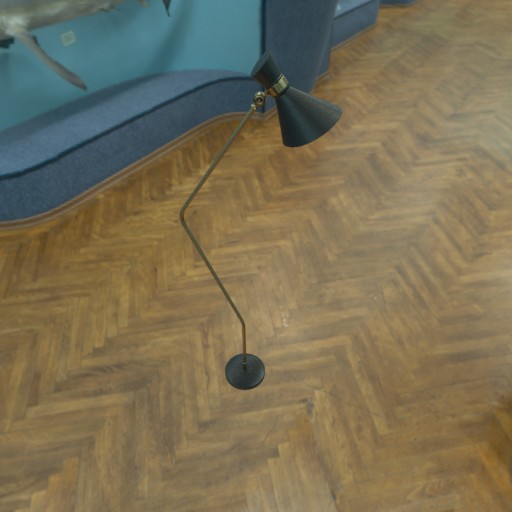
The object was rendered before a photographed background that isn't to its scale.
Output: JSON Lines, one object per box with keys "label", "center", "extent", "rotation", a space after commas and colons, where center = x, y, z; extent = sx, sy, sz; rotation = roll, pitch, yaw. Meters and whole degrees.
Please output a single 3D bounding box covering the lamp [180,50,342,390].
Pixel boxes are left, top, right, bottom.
{"label": "lamp", "center": [0.000, 0.000, 1.612], "extent": [0.467, 1.438, 0.277], "rotation": [26, 48, 26]}
